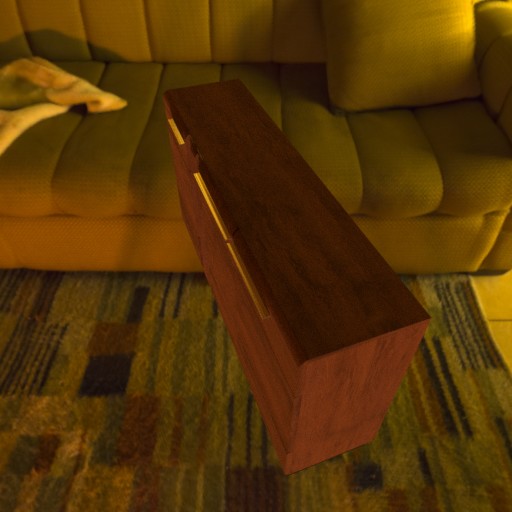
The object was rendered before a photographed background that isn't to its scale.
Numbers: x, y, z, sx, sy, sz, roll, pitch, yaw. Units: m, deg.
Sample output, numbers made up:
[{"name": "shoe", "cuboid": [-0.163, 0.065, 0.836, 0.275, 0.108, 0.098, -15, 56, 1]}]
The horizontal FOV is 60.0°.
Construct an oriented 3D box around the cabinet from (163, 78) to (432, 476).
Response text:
[{"name": "cabinet", "cuboid": [0.000, 0.000, 2.000, 0.420, 0.900, 1.600, -15, 48, -14]}]
